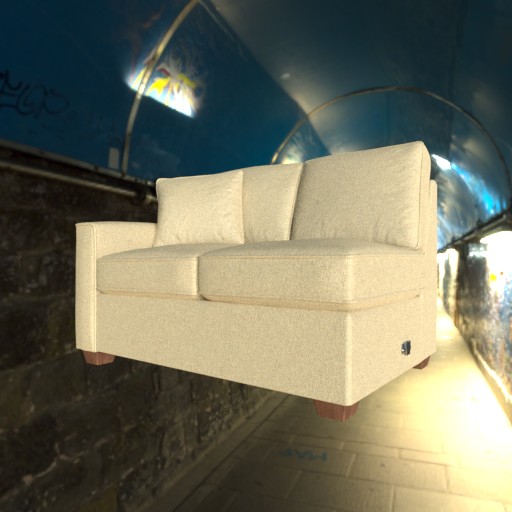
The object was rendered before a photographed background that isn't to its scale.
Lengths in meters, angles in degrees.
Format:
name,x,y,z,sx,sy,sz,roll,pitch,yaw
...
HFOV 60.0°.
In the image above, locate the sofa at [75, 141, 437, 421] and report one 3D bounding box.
name,x,y,z,sx,sy,sz,roll,pitch,yaw
sofa,0.000,0.000,2.019,1.388,0.989,0.991,0,0,36
